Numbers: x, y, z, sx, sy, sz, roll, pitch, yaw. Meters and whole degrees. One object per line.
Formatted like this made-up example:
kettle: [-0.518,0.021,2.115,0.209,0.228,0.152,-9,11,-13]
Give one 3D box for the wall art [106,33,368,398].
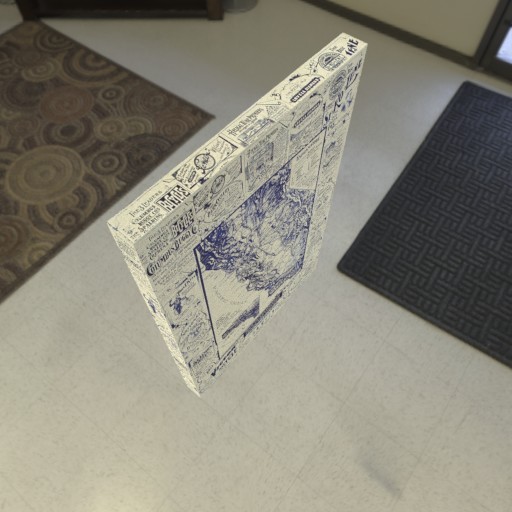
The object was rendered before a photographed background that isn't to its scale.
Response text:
wall art: [0.000,0.000,0.763,0.040,0.601,0.408,36,65,19]
